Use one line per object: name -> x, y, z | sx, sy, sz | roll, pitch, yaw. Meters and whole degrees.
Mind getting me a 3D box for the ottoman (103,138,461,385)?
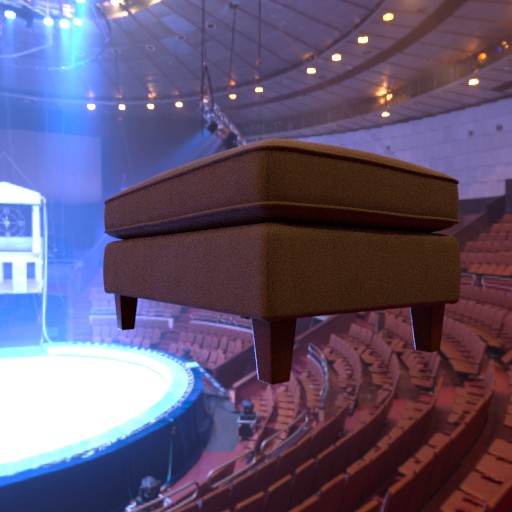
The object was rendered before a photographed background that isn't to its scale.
ottoman -> 0.000, 0.000, 1.296 | 0.636, 0.480, 0.941 | 1, -1, -36
